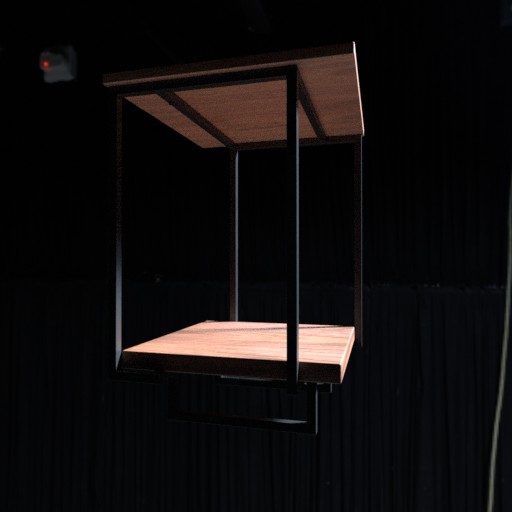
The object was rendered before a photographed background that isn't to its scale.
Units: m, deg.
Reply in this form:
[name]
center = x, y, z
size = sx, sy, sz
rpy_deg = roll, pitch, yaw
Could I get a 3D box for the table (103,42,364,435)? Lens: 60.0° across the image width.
[table]
center = 0.000, 0.000, 0.836
size = 0.384, 0.567, 0.411
rpy_deg = 0, -1, 15
